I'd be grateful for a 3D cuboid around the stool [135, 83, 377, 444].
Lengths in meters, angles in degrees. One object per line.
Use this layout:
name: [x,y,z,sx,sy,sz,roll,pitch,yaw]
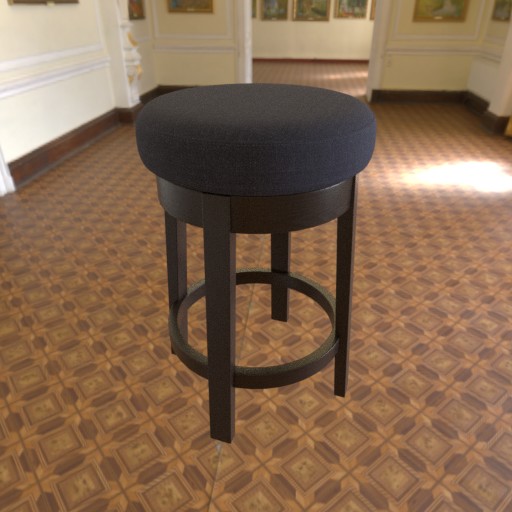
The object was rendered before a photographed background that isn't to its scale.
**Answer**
stool: [0.000,0.000,0.945,0.449,0.655,0.449,0,30,0]
